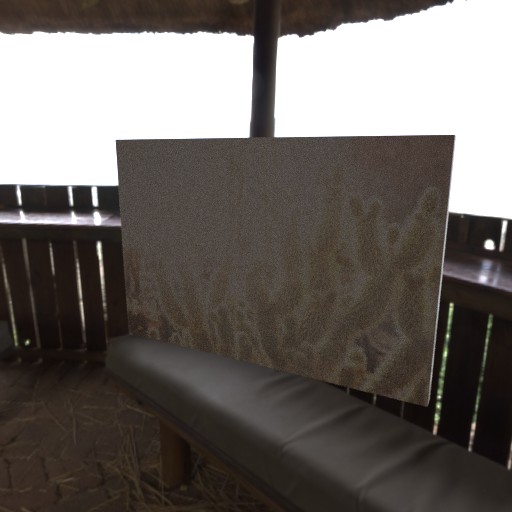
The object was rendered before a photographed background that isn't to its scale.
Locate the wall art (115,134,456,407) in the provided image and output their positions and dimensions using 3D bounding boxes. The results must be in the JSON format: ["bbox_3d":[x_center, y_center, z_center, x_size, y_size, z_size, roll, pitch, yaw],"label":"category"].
[{"bbox_3d":[0.000,0.000,1.177,0.916,0.608,0.040,7,15,27],"label":"wall art"}]
